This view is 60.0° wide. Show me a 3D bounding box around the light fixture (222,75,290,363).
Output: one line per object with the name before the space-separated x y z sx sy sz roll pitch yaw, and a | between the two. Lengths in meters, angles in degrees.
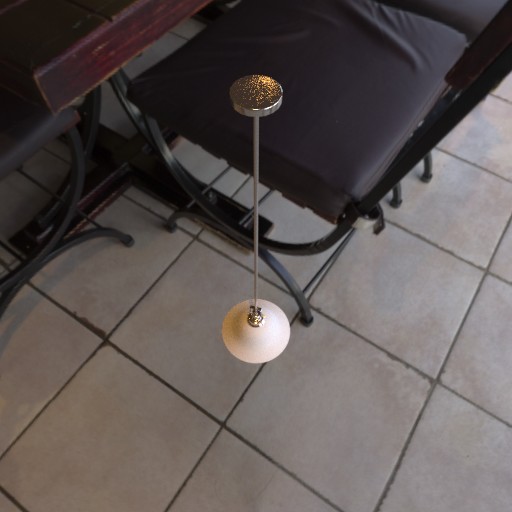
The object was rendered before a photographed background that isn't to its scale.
light fixture | 0.000 0.000 1.528 0.324 1.354 0.324 13 60 8
